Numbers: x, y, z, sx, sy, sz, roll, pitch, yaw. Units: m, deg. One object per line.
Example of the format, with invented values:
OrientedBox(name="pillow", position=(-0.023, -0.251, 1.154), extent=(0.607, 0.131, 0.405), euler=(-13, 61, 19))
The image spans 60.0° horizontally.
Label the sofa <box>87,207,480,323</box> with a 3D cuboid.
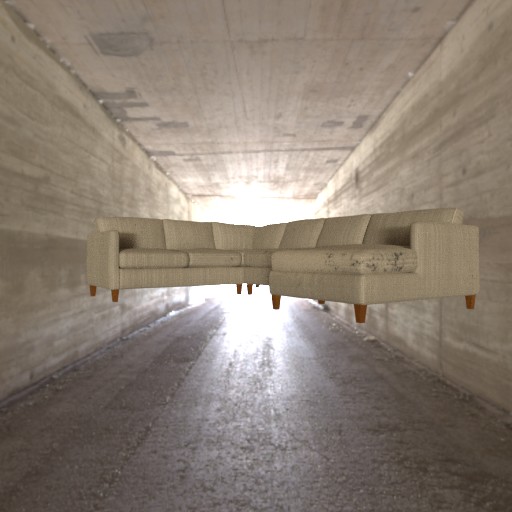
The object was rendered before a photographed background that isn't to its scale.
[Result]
OrientedBox(name="sofa", position=(0.000, 0.000, 4.658), extent=(2.594, 0.961, 3.460), euler=(0, 0, -35))
